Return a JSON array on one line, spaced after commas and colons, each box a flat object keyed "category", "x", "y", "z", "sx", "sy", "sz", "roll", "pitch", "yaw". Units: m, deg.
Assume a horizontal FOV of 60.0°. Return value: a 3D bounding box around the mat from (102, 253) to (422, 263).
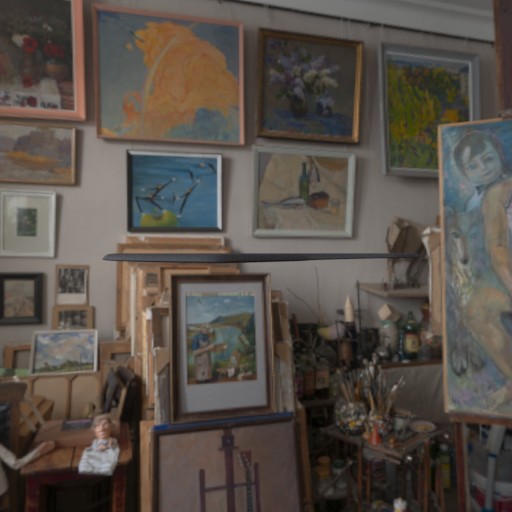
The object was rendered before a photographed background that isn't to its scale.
[{"category": "mat", "x": 0.000, "y": 0.000, "z": 1.805, "sx": 0.917, "sy": 0.022, "sz": 1.525, "roll": 0, "pitch": 0, "yaw": 36}]
